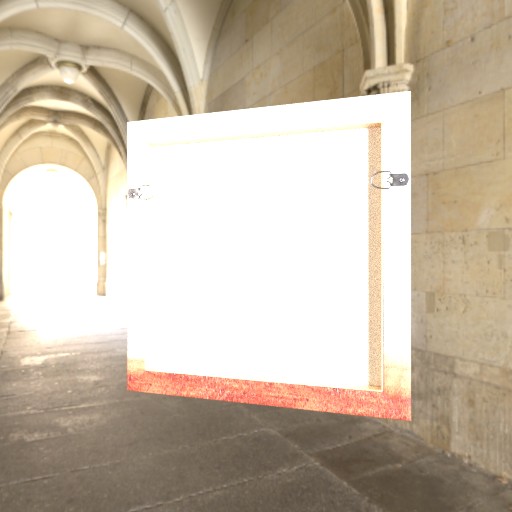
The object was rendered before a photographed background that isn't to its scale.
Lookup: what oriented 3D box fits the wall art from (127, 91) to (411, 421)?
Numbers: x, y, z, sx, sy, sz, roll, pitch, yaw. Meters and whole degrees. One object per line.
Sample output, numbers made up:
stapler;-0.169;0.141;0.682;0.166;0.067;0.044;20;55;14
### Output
wall art;0.000;0.000;1.153;0.760;0.760;0.042;0;0;18
